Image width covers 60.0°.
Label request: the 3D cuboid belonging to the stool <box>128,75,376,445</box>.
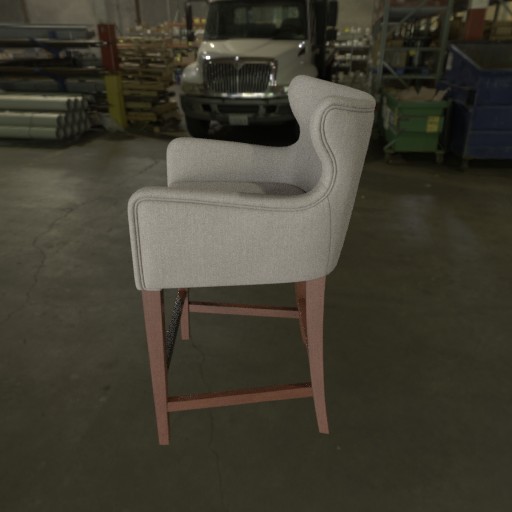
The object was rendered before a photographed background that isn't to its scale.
[{"bbox_3d":[0.000,0.000,1.304,0.575,0.951,0.575,0,26,-1],"label":"stool"}]
